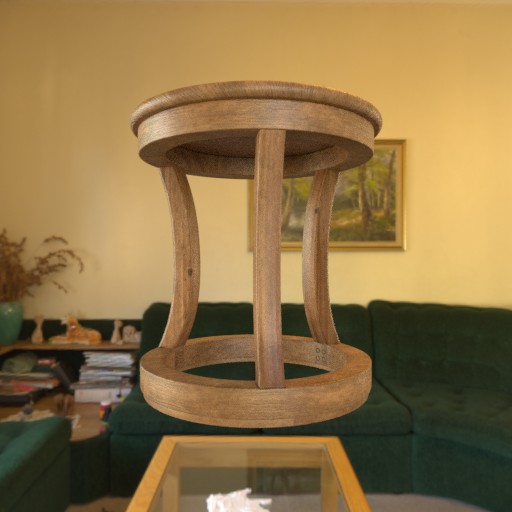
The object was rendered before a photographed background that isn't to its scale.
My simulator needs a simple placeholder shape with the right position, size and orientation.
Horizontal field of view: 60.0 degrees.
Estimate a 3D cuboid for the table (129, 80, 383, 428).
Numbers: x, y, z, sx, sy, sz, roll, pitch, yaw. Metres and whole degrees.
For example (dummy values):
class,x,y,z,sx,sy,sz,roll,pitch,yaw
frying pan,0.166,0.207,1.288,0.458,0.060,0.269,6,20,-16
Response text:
class,x,y,z,sx,sy,sz,roll,pitch,yaw
table,0.000,0.000,0.788,0.432,0.460,0.432,0,0,0
